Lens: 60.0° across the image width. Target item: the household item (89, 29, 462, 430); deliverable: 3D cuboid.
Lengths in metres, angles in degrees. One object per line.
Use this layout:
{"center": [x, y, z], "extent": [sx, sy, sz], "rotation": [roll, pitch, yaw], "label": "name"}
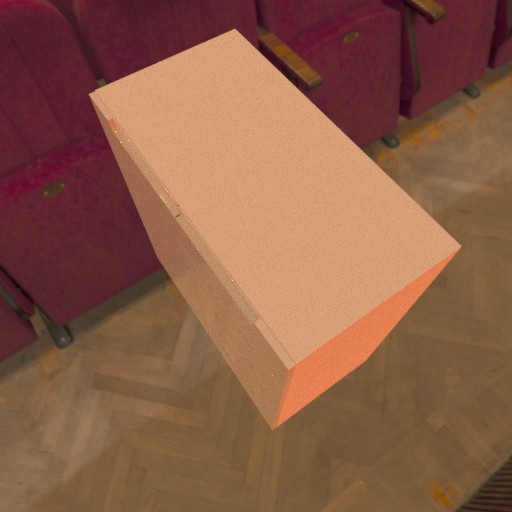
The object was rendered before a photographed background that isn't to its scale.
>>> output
{"center": [0.000, 0.000, 1.343], "extent": [0.420, 0.870, 0.800], "rotation": [-31, 66, -15], "label": "household item"}
